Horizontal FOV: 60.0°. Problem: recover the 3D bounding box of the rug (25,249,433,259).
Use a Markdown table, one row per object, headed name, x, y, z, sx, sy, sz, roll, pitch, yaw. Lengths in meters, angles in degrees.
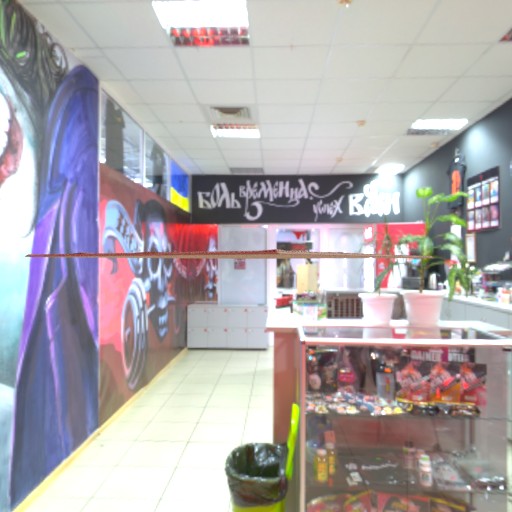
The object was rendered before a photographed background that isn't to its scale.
| name | x | y | z | sx | sy | sz | roll | pitch | yaw |
| --- | --- | --- | --- | --- | --- | --- | --- | --- | --- |
| rug | 0.000 | 0.000 | 4.129 | 2.429 | 0.030 | 3.052 | 0 | -1 | 35 |
